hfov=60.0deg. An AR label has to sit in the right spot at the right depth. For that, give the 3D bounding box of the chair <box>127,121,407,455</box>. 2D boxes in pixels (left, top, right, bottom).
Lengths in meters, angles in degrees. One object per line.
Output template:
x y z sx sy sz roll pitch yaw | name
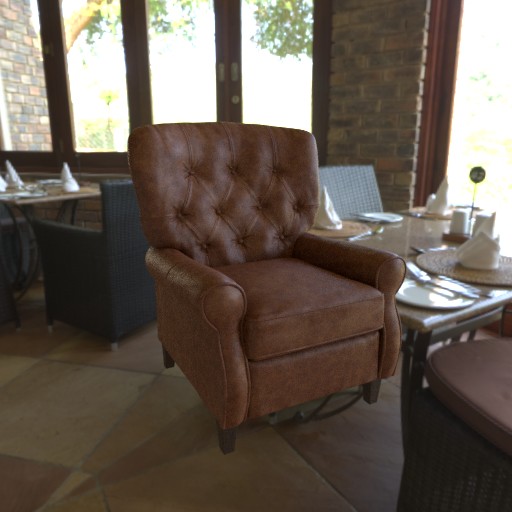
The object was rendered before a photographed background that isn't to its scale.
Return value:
0.000 0.000 1.946 0.951 1.164 1.059 -7 16 -27 | chair
